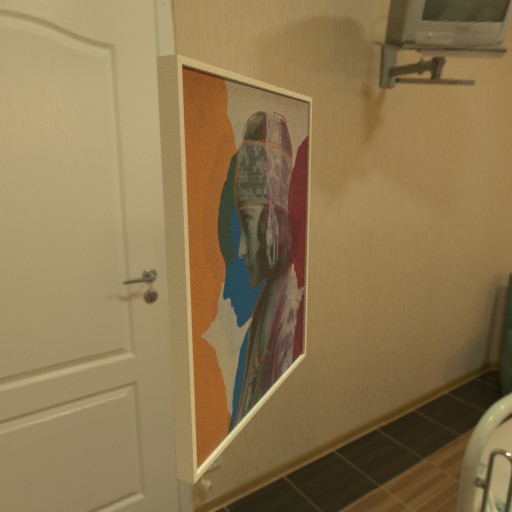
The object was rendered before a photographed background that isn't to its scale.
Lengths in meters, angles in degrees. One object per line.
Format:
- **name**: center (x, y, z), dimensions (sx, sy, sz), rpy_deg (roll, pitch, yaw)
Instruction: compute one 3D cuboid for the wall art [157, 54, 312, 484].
- **wall art**: center (0.000, 0.000, 0.746), dimensions (0.030, 0.549, 0.443), rpy_deg (6, 15, 26)
